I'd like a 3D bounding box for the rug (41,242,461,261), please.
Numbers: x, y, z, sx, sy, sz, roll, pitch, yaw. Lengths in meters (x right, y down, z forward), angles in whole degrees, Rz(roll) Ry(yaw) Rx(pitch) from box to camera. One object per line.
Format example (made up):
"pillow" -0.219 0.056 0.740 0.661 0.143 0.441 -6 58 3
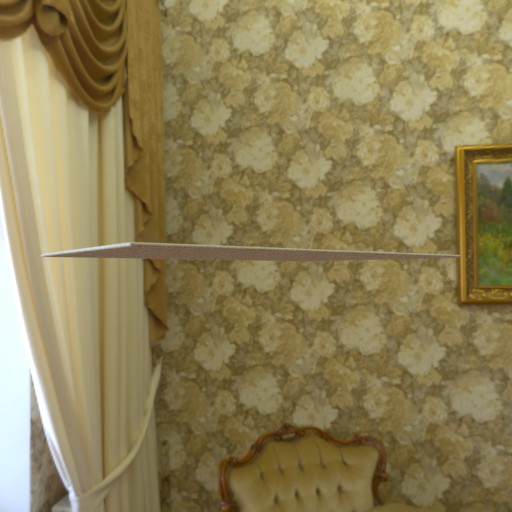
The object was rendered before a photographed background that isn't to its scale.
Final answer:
"rug" 0.000 0.000 2.318 1.848 0.014 1.238 1 -2 -37
